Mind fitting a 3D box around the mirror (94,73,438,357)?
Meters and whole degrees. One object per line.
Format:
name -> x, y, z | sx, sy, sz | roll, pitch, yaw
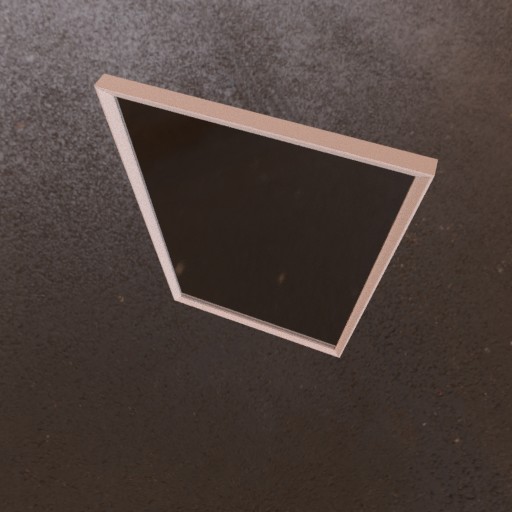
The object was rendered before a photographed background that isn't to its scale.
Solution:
mirror -> 0.000, 0.000, 1.149 | 0.609, 0.915, 0.041 | 18, 61, 10
